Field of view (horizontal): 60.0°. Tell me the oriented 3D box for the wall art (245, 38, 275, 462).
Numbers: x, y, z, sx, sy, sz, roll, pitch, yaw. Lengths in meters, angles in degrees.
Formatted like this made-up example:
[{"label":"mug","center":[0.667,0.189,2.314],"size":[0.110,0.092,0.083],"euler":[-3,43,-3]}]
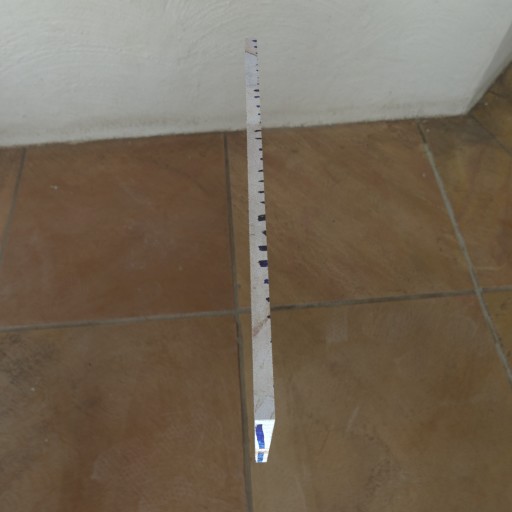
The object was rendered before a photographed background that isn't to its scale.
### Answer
[{"label":"wall art","center":[0.000,0.000,1.431],"size":[0.038,0.757,1.143],"euler":[-1,60,-1]}]
